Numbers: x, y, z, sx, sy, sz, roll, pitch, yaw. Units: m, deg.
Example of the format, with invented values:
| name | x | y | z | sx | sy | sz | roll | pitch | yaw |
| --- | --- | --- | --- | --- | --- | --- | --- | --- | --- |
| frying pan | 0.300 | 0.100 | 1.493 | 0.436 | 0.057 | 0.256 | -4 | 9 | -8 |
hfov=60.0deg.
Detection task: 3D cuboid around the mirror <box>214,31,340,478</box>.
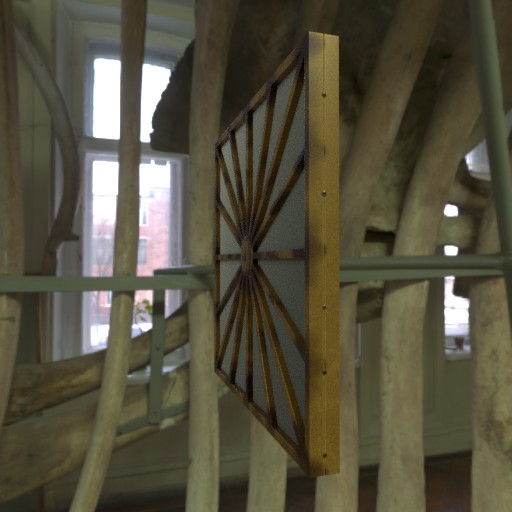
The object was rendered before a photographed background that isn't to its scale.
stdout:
| name | x | y | z | sx | sy | sz | roll | pitch | yaw |
| --- | --- | --- | --- | --- | --- | --- | --- | --- | --- |
| mirror | 0.000 | 0.000 | 0.750 | 0.042 | 0.507 | 0.509 | 0 | -1 | -18 |
